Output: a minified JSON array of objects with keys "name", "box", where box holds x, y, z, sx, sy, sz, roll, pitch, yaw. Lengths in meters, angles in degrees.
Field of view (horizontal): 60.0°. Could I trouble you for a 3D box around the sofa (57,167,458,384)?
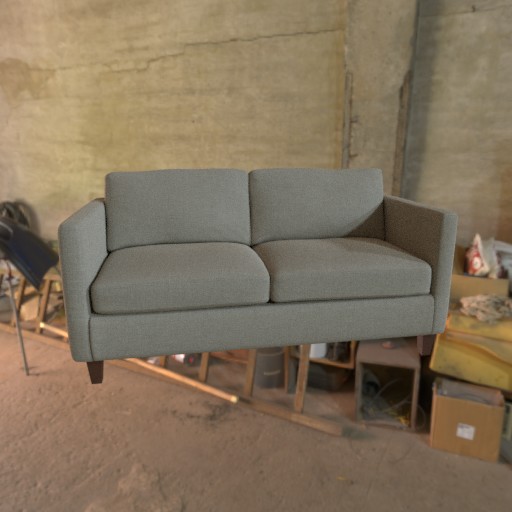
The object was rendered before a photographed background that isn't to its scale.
[{"name":"sofa","box":[0.000,0.000,2.500,1.884,0.947,0.951,-3,15,-10]}]
